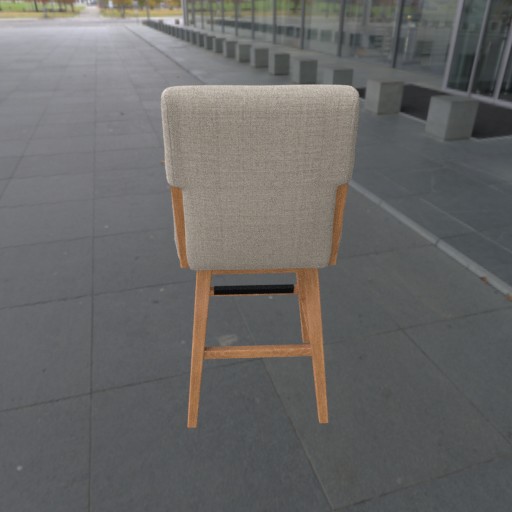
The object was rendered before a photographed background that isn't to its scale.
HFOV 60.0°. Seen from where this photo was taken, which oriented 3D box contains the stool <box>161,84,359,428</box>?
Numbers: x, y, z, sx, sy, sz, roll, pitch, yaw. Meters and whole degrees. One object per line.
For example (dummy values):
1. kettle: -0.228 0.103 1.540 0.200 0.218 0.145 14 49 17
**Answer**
1. stool: 0.000 0.000 1.423 0.483 1.106 0.569 -1 29 -2
